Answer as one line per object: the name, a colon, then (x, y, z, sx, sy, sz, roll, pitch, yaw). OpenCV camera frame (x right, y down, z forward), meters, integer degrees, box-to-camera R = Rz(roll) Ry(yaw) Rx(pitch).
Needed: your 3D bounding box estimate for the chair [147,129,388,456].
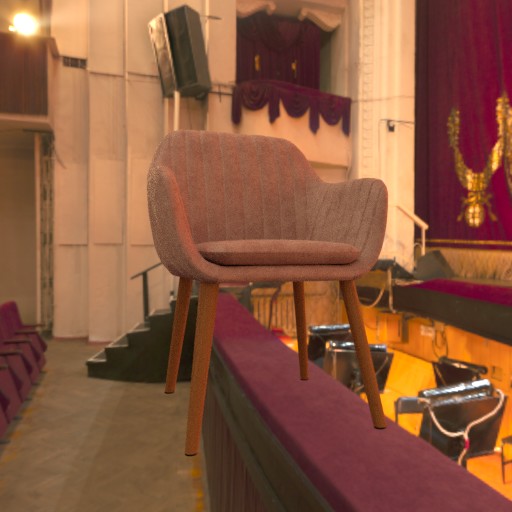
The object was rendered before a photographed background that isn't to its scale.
chair: (0.000, 0.000, 1.262, 0.610, 0.832, 0.570, 0, 1, -18)
